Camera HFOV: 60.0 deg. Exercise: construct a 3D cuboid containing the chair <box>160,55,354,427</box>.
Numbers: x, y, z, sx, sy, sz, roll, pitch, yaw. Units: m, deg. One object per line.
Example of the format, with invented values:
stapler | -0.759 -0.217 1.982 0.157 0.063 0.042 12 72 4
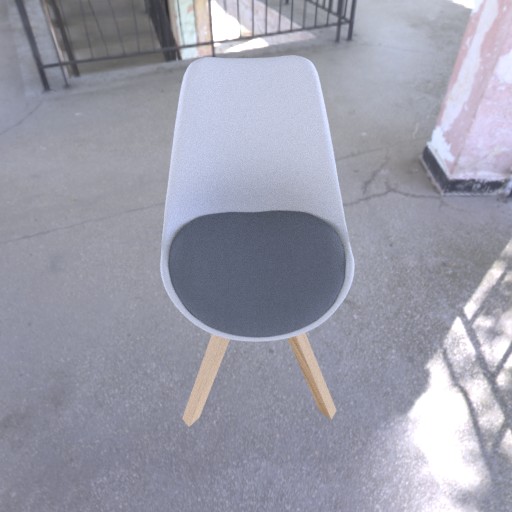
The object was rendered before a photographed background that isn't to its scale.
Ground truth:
chair | 0.000 0.000 1.182 0.485 0.850 0.550 -2 44 -2
